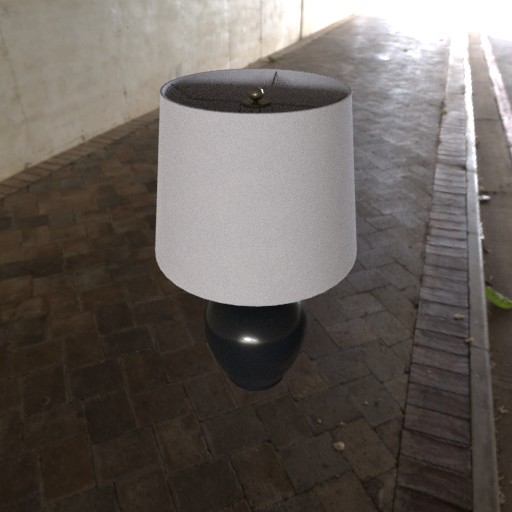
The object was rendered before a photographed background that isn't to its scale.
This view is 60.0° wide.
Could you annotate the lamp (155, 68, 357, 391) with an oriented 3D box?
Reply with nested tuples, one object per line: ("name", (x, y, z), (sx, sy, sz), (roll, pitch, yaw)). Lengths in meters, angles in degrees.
("lamp", (0.000, 0.000, 0.547), (0.239, 0.399, 0.239), (0, 33, 0))
